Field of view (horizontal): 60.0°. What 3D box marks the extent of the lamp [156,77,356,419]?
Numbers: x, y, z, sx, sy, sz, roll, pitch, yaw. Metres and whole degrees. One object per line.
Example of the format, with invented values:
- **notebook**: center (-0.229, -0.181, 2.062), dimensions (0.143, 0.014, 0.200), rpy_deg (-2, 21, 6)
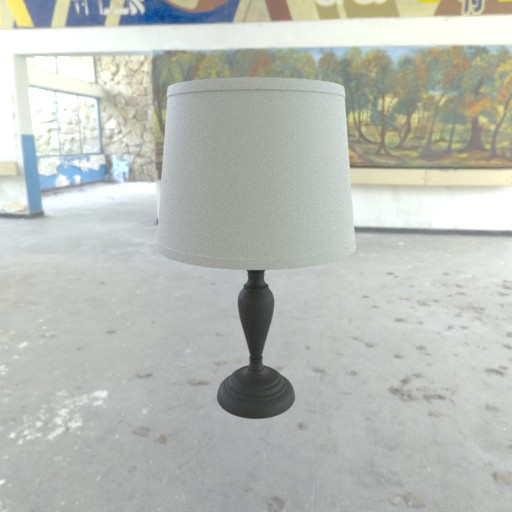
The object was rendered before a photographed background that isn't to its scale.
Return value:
- **lamp**: center (0.000, 0.000, 0.708), dimensions (0.310, 0.501, 0.310), rpy_deg (0, 15, 0)
